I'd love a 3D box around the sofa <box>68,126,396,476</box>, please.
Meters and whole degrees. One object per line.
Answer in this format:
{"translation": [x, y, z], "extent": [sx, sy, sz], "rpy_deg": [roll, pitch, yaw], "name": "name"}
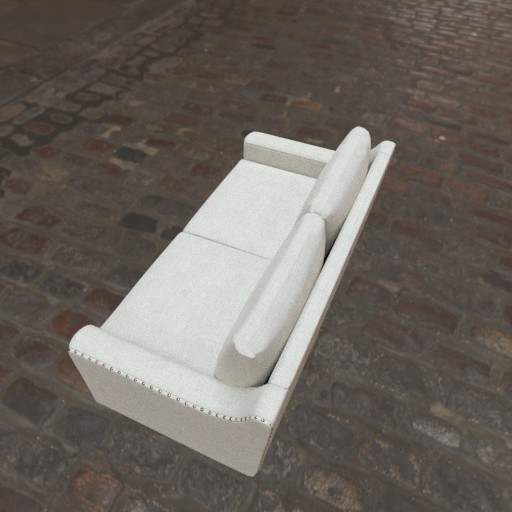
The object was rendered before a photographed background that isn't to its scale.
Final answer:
{"translation": [0.000, 0.000, 2.705], "extent": [1.104, 0.983, 2.107], "rpy_deg": [19, 50, 17], "name": "sofa"}
